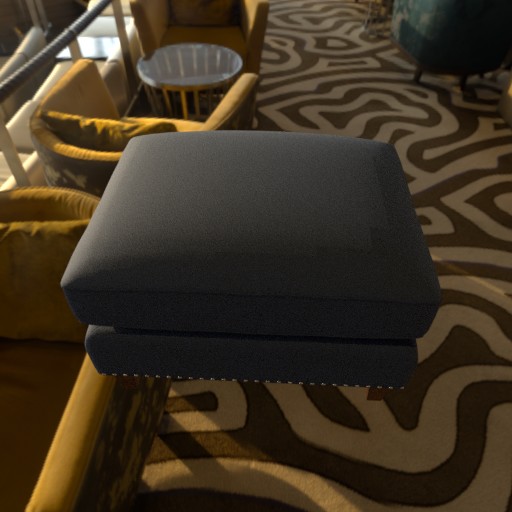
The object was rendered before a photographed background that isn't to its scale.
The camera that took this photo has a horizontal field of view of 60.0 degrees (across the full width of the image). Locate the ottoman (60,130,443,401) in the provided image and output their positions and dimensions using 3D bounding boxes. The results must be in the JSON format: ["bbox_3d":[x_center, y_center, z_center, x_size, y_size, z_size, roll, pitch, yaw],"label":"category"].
[{"bbox_3d":[0.000,0.000,1.156,0.741,0.513,0.584,2,45,2],"label":"ottoman"}]
